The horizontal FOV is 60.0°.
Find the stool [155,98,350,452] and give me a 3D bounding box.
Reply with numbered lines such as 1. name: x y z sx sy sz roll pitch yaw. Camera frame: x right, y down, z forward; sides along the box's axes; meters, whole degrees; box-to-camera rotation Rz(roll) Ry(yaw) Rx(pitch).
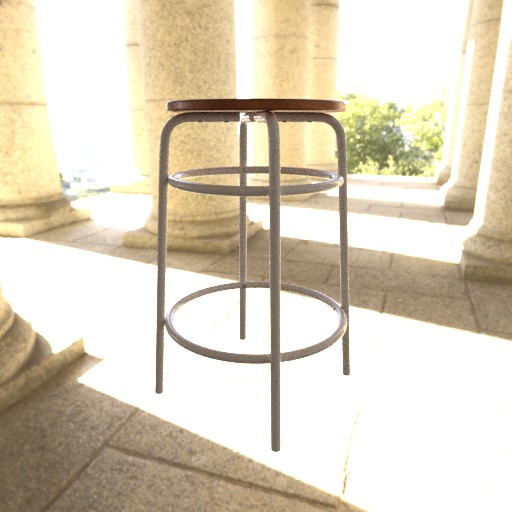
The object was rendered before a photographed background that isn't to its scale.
1. stool: 0.000 0.000 0.931 0.455 0.610 0.455 -3 17 -9
